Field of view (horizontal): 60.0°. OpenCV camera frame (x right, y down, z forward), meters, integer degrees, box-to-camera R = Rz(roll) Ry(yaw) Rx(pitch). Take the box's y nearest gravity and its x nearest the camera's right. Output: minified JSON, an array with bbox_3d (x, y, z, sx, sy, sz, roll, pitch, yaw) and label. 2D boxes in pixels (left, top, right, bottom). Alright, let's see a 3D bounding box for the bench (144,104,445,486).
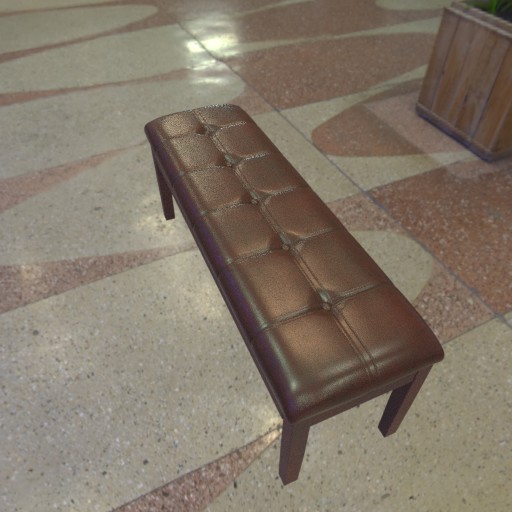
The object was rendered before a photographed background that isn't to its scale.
[{"bbox_3d":[0.000,0.000,1.473,0.401,0.491,1.259,-17,48,-16],"label":"bench"}]
